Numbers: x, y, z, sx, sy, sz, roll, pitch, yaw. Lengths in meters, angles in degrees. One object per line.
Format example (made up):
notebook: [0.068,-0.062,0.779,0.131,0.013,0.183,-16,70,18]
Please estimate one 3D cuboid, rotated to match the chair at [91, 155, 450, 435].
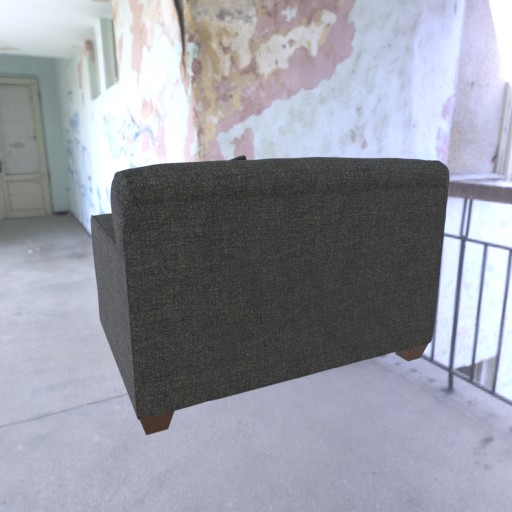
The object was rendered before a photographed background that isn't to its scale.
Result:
chair: [0.000,0.000,2.099,1.383,0.948,1.000,-7,16,-25]
